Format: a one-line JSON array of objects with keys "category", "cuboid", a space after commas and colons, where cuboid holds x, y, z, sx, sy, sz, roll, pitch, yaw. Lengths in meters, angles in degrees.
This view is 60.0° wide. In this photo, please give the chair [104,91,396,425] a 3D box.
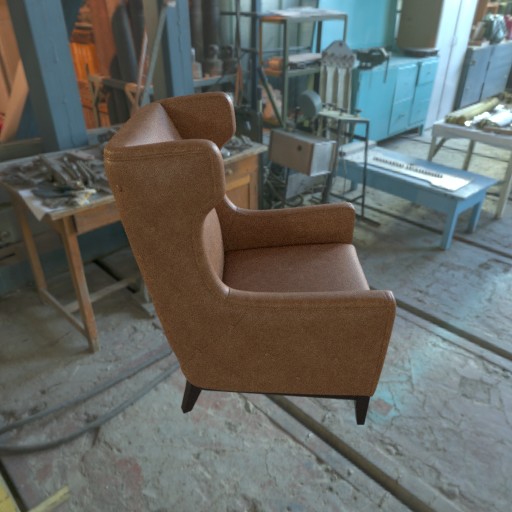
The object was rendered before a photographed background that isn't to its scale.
[{"category": "chair", "cuboid": [0.000, 0.000, 1.699, 0.899, 1.079, 0.766, 0, 31, 0]}]
